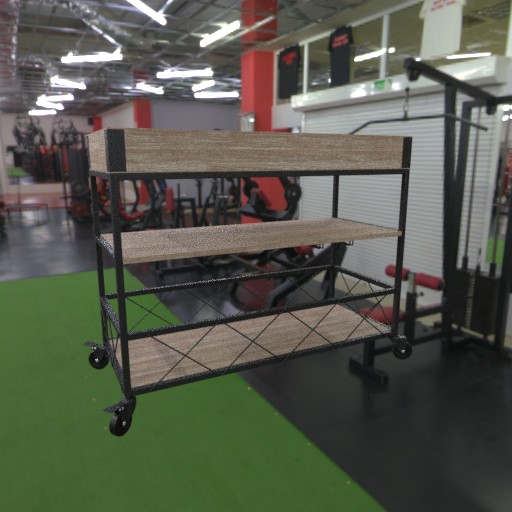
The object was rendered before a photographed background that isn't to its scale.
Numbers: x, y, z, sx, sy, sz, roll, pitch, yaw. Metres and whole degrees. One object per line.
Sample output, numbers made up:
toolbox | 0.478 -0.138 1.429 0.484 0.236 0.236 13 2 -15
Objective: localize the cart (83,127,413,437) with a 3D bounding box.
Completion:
cart | 0.000 0.000 1.501 1.101 0.787 0.500 -6 14 -26
